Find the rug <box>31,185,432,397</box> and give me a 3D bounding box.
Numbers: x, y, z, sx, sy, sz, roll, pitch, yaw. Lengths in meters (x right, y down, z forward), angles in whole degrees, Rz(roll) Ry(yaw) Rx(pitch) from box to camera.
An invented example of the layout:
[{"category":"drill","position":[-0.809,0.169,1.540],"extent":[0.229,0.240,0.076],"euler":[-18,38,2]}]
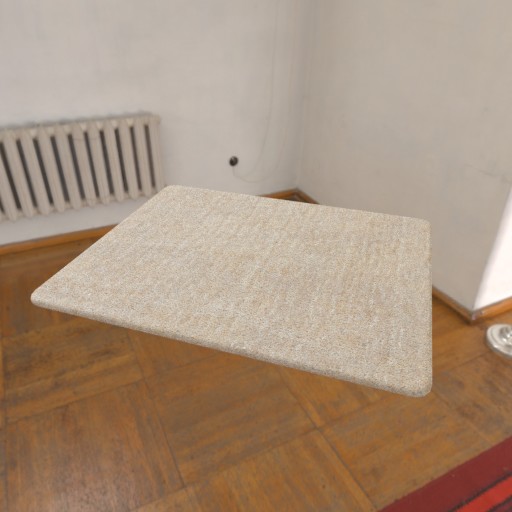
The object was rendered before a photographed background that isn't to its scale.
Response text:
[{"category":"rug","position":[0.000,0.000,3.364],"extent":[2.528,0.048,2.009],"euler":[10,33,16]}]
